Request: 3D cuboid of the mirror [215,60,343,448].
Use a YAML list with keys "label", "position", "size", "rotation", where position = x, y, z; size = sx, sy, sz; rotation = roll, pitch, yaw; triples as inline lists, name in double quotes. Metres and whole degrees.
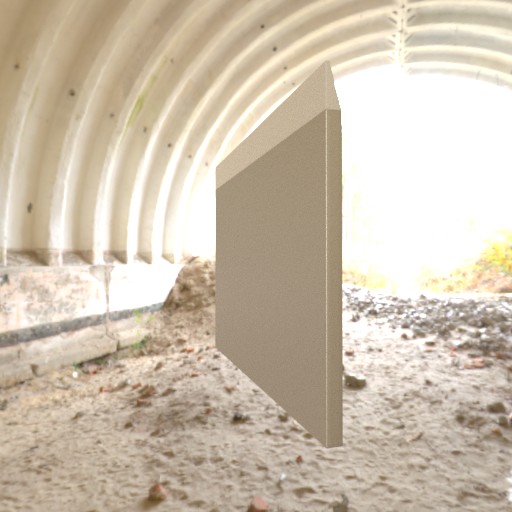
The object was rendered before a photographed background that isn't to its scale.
- label: "mirror"
  position: [0.000, 0.000, 1.138]
  size: [0.030, 0.630, 0.870]
  rotation: [0, -1, -17]
